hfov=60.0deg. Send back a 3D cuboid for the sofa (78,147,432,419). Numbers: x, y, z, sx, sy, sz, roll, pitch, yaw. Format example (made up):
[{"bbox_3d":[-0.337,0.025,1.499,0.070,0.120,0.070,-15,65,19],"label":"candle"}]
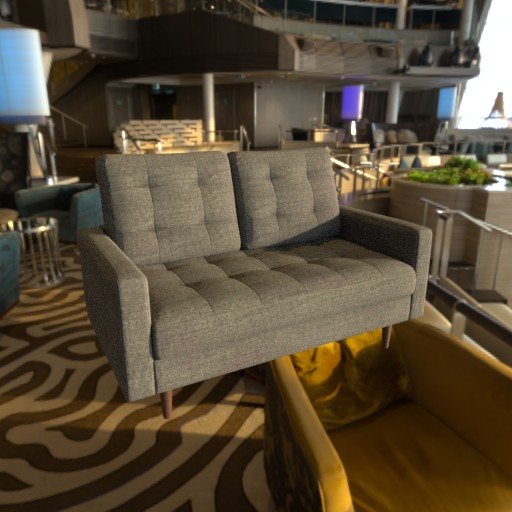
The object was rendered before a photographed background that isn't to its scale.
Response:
[{"bbox_3d":[0.000,0.000,2.014,1.407,0.907,0.842,-9,19,-28],"label":"sofa"}]
